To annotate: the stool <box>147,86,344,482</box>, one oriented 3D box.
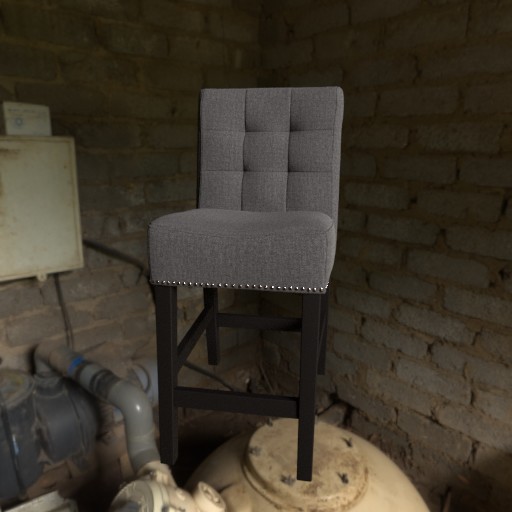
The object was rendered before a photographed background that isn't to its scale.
[{"bbox_3d":[0.000,0.000,1.174,0.427,0.885,0.571,2,15,9],"label":"stool"}]
